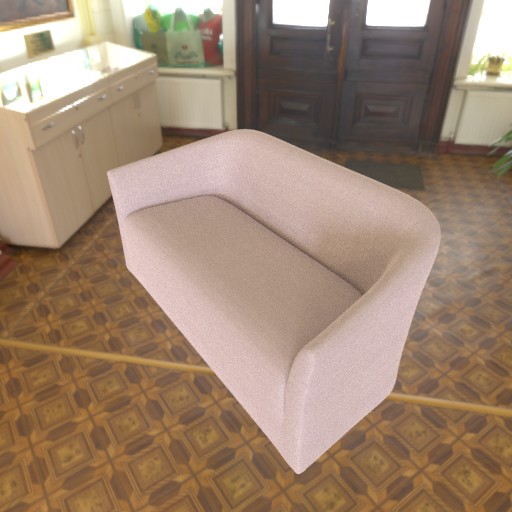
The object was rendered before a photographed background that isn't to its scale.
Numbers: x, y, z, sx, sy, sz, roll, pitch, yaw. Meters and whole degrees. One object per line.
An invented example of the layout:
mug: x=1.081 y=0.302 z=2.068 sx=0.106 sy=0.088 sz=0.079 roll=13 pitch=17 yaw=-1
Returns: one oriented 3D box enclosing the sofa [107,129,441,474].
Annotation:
sofa: x=0.000 y=0.000 z=1.856 sx=0.705 sy=0.721 sz=1.452 roll=-21 pitch=38 yaw=-29
